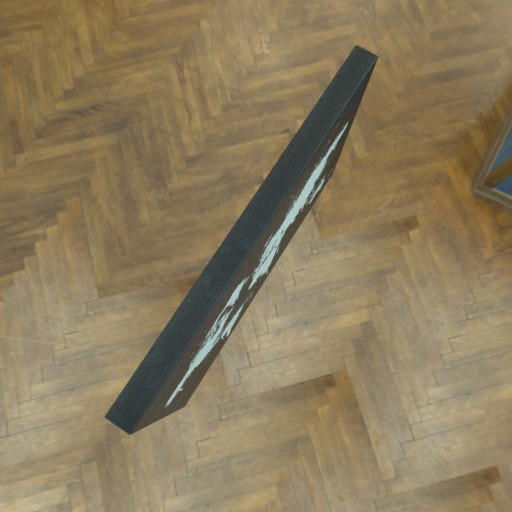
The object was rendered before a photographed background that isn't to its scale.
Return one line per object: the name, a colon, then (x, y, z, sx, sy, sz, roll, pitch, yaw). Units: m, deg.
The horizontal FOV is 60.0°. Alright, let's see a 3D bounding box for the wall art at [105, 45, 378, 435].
wall art: (0.000, 0.000, 0.778, 0.038, 0.409, 0.610, 31, 78, 8)
